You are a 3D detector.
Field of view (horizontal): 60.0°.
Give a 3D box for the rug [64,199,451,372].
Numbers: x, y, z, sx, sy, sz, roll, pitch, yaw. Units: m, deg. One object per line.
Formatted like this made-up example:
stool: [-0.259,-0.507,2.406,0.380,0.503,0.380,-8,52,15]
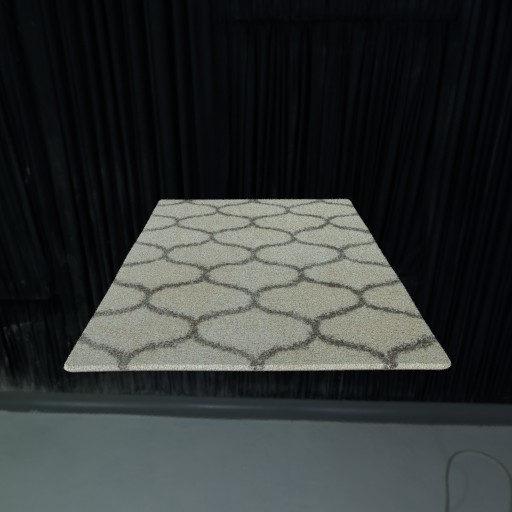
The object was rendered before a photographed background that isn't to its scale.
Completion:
rug: [0.000,0.000,2.081,1.200,0.025,1.600,0,26,0]
